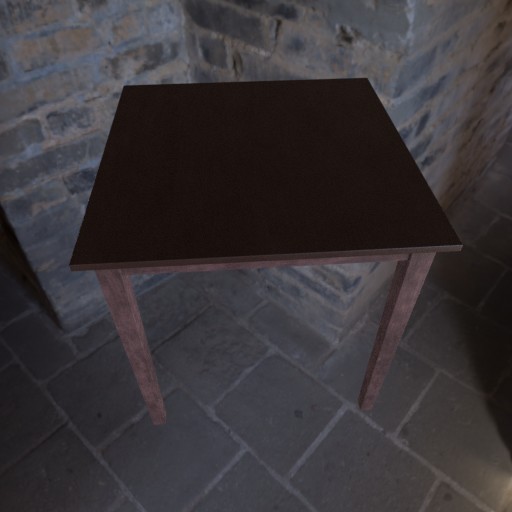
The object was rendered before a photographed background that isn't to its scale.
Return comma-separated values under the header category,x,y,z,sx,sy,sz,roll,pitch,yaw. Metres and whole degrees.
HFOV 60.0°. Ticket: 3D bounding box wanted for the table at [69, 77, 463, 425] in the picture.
category,x,y,z,sx,sy,sz,roll,pitch,yaw
table,0.000,0.000,1.374,0.749,0.770,0.749,-3,46,-3
